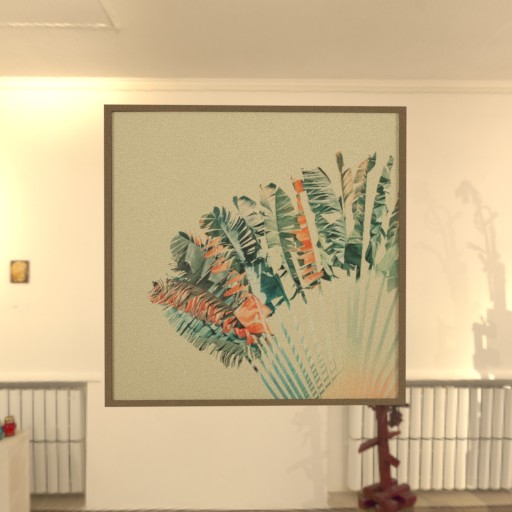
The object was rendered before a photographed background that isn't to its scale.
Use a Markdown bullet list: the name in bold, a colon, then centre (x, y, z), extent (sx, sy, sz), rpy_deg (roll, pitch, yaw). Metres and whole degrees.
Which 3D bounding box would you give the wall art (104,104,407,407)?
- **wall art**: centre (0.000, 0.000, 0.765), extent (0.508, 0.506, 0.038), rpy_deg (0, 0, -1)
